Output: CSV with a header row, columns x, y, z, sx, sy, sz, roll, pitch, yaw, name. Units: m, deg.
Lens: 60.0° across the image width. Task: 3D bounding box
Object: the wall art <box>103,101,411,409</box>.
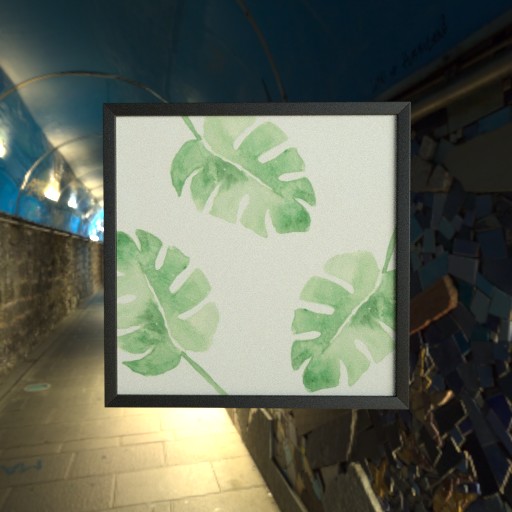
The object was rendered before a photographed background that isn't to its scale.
x,y,z,sx,sy,sz,roll,pitch,yaw,name
0.000,0.000,0.752,0.508,0.508,0.036,0,1,1,wall art
